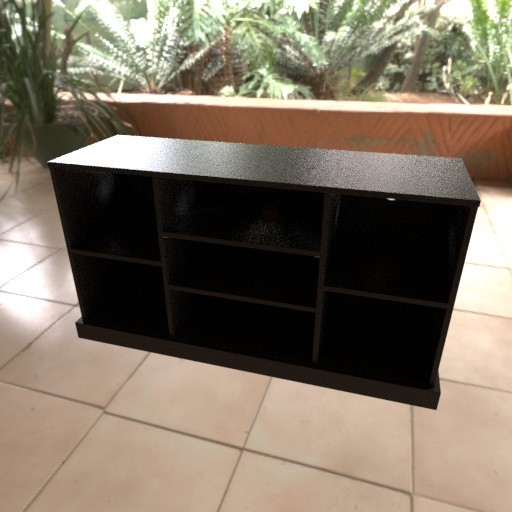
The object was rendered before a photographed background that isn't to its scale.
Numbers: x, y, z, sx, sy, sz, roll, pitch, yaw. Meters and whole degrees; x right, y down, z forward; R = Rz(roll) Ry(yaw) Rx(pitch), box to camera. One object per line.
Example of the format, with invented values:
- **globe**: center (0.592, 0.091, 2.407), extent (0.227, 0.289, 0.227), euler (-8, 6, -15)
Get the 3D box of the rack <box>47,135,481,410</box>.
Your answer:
- **rack**: center (0.000, 0.000, 1.459), extent (1.206, 0.635, 0.399), euler (8, 28, 14)
